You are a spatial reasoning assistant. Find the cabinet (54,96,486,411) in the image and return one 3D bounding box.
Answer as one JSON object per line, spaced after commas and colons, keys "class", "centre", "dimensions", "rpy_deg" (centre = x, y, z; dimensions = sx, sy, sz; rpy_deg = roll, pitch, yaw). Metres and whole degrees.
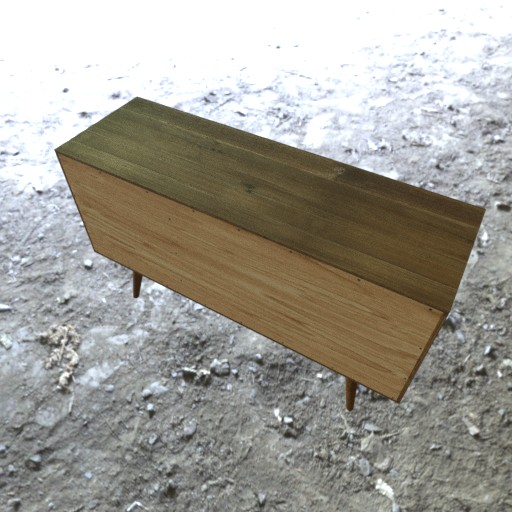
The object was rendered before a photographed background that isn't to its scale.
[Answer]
{"class": "cabinet", "centre": [0.000, 0.000, 1.778], "dimensions": [1.400, 0.800, 0.472], "rpy_deg": [23, 52, 20]}
